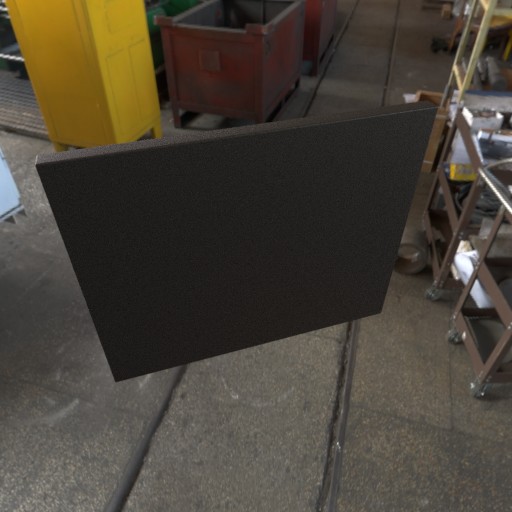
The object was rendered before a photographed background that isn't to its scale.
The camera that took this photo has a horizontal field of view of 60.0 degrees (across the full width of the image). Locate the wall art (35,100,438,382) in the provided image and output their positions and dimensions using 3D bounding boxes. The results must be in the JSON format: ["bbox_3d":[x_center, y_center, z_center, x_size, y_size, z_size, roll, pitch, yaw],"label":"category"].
[{"bbox_3d":[0.000,0.000,0.747,0.558,0.457,0.031,-12,43,-13],"label":"wall art"}]
